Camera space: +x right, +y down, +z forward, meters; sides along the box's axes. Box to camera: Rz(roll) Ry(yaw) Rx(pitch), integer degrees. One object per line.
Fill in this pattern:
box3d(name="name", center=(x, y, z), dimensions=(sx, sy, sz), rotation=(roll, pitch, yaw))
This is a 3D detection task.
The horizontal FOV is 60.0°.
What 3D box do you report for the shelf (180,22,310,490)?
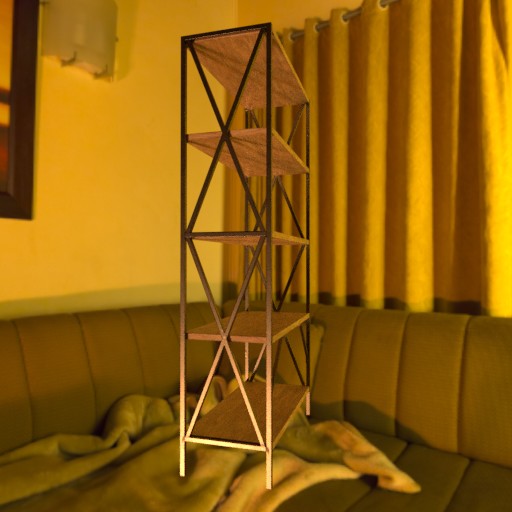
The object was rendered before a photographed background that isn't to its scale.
box3d(name="shelf", center=(0.000, 0.000, 2.182), dimensions=(0.386, 1.803, 0.874), rotation=(0, -1, 17))
